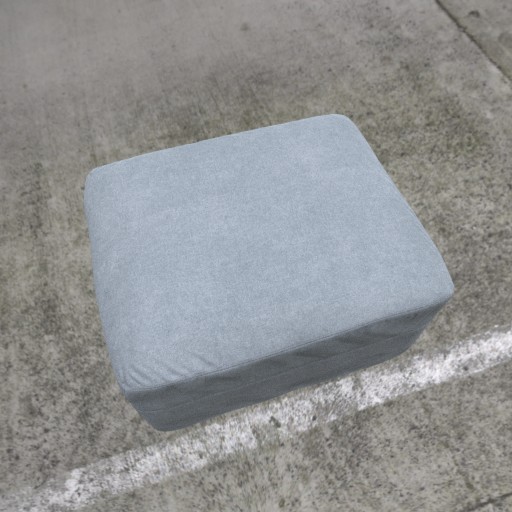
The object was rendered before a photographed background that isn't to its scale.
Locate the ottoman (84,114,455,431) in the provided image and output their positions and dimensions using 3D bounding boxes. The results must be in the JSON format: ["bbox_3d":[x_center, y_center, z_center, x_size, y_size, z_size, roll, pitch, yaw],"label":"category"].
[{"bbox_3d":[0.000,0.000,1.251,0.837,0.481,0.683,-15,59,-9],"label":"ottoman"}]
